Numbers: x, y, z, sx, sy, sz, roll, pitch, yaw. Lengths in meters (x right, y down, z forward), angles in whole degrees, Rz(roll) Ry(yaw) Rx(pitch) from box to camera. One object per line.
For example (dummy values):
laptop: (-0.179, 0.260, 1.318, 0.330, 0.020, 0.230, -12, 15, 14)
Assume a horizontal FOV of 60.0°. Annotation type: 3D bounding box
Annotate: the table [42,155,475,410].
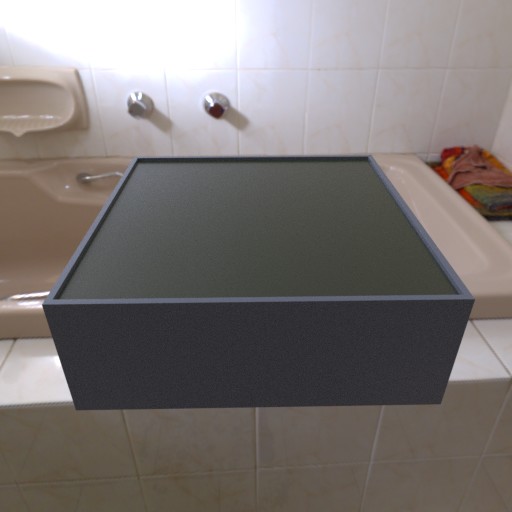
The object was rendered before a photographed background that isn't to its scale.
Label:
table: (0.000, 0.000, 1.238, 0.801, 0.299, 0.801, -1, 32, -1)
